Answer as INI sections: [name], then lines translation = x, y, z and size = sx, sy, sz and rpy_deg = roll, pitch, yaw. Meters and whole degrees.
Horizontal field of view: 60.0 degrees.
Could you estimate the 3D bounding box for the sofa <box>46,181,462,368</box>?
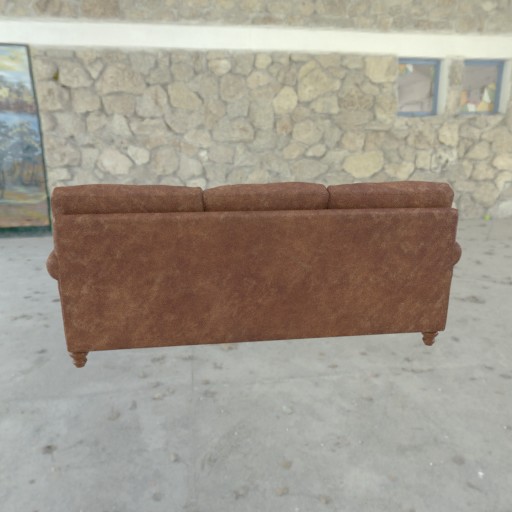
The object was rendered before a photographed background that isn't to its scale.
[sofa]
translation = 0.000, 0.000, 2.846
size = 2.351, 0.977, 0.973
rpy_deg = -2, 14, -8
